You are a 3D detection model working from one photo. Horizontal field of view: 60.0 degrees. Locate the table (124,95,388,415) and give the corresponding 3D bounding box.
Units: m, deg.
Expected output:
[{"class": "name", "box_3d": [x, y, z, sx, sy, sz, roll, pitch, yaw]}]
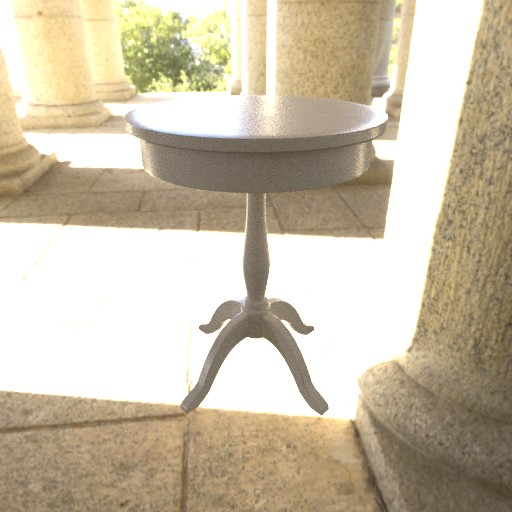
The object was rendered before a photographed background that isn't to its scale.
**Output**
[{"class": "table", "box_3d": [0.000, 0.000, 1.038, 0.513, 0.653, 0.513, 0, 27, 0]}]
